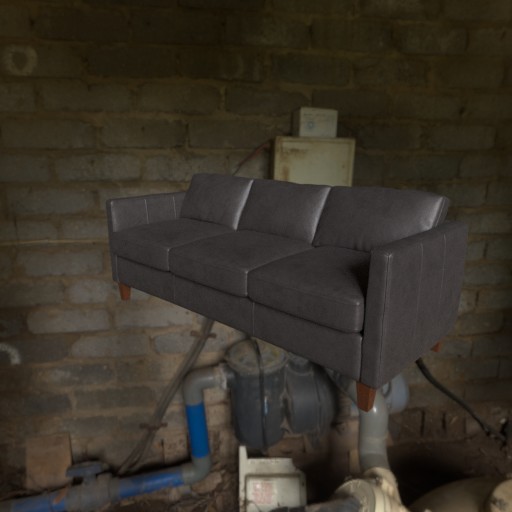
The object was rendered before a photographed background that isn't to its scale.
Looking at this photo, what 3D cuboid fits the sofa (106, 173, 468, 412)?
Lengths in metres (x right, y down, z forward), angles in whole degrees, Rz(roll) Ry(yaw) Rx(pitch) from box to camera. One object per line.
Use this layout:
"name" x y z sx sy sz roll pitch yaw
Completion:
"sofa" 0.000 0.000 3.089 2.464 1.006 1.045 14 20 42
